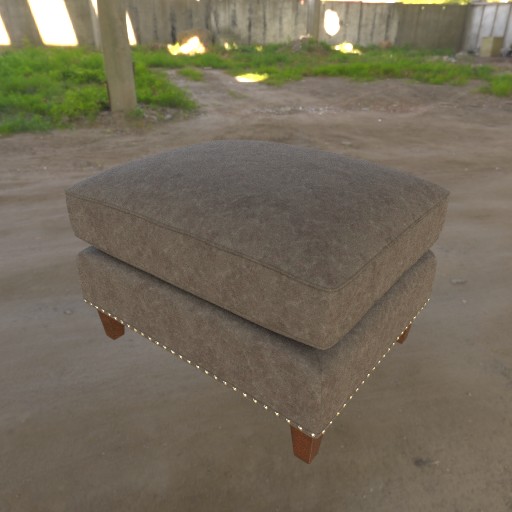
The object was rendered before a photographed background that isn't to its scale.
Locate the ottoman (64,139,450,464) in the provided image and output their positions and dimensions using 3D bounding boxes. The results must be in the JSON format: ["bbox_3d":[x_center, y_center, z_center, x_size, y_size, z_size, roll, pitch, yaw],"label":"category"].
[{"bbox_3d":[0.000,0.000,1.126,0.741,0.513,0.584,20,34,33],"label":"ottoman"}]
